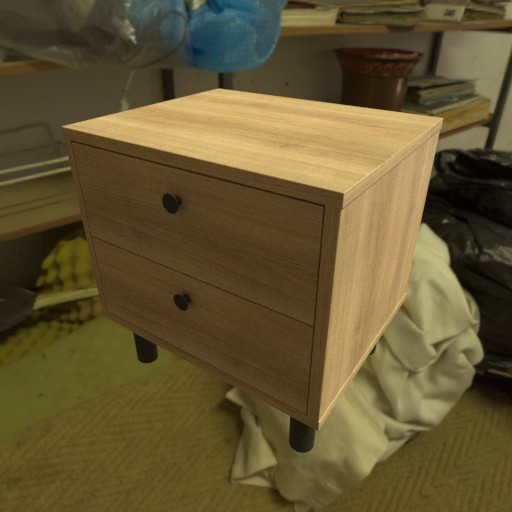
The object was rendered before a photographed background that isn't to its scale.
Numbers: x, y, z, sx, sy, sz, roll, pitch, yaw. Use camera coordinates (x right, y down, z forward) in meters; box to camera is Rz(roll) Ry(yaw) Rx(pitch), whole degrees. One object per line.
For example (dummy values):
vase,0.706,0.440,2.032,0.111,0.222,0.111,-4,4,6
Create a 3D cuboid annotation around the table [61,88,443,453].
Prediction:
table,0.000,0.000,0.777,0.445,0.460,0.380,19,36,29
